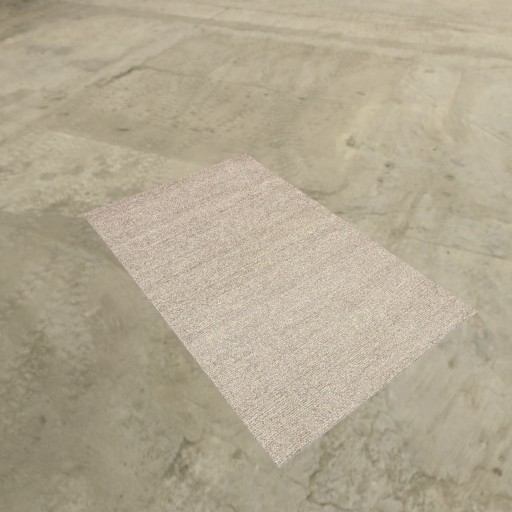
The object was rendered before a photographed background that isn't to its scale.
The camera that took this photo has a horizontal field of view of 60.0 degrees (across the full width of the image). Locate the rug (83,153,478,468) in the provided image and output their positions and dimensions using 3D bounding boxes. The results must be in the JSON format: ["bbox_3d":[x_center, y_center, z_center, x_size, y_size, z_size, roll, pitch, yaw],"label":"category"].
[{"bbox_3d":[0.000,0.000,2.262,1.154,0.021,1.792,-27,48,-26],"label":"rug"}]
